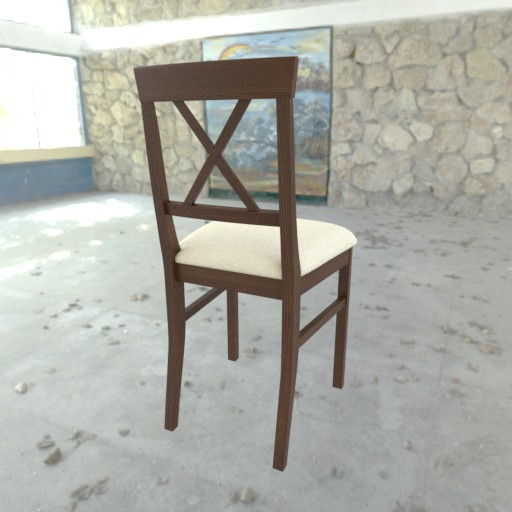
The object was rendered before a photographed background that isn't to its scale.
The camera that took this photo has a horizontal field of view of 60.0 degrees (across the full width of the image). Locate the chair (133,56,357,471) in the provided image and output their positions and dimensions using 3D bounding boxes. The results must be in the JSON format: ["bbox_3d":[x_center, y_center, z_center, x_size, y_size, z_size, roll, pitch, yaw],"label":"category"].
[{"bbox_3d":[0.000,0.000,1.189,0.440,0.913,0.480,8,18,25],"label":"chair"}]
